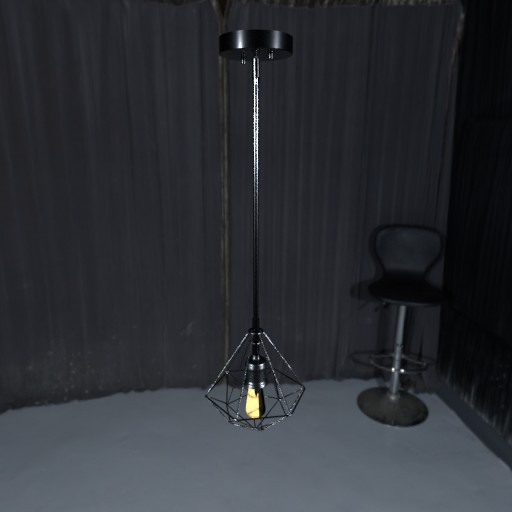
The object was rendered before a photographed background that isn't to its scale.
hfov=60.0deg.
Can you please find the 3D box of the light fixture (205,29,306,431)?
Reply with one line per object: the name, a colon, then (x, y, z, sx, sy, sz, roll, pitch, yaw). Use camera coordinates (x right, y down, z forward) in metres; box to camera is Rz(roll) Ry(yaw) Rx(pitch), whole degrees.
light fixture: (0.000, 0.000, 1.962, 0.487, 1.764, 0.431, -2, 15, -9)
